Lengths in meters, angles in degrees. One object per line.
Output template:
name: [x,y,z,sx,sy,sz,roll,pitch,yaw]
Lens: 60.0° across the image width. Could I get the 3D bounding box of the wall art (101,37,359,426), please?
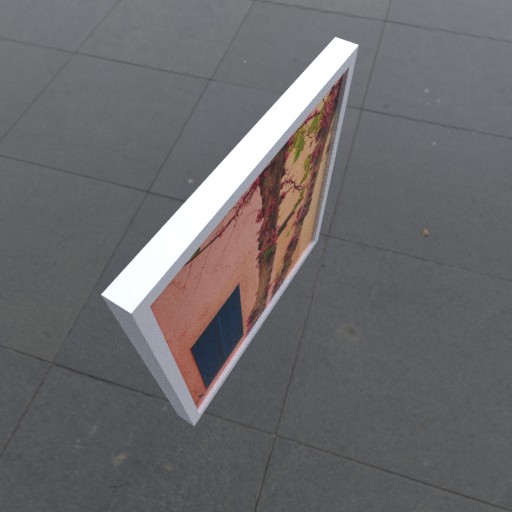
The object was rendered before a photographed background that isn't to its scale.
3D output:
wall art: [0.000,0.000,0.755,0.038,0.508,0.507,28,62,16]
